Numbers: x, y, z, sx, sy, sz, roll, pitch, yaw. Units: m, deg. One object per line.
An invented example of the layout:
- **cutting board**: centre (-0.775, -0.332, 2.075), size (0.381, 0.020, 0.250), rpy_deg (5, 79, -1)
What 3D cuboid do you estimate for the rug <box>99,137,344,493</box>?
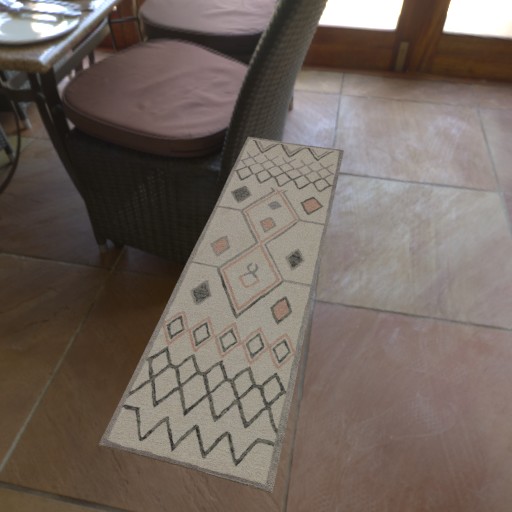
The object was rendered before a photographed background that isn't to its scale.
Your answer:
- **rug**: centre (0.000, 0.000, 2.605), size (0.750, 0.011, 2.435), rpy_deg (11, 48, 10)
